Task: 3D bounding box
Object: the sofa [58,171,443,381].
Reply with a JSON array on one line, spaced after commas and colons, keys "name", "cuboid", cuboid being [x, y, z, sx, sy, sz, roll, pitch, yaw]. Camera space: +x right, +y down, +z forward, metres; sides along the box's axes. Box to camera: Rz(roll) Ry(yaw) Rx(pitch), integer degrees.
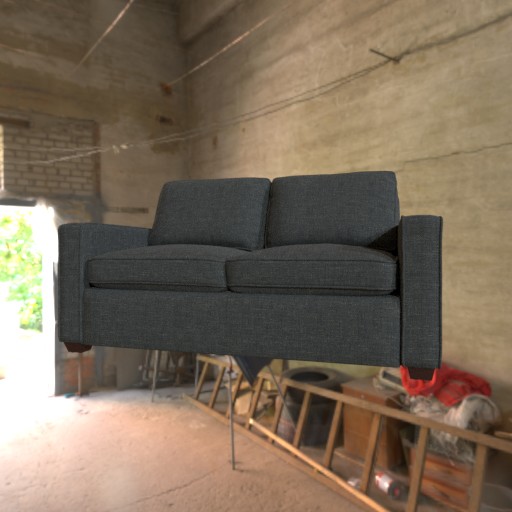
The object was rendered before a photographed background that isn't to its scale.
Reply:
[{"name": "sofa", "cuboid": [0.000, 0.000, 2.275, 1.709, 0.918, 0.947, 0, 1, 17]}]
